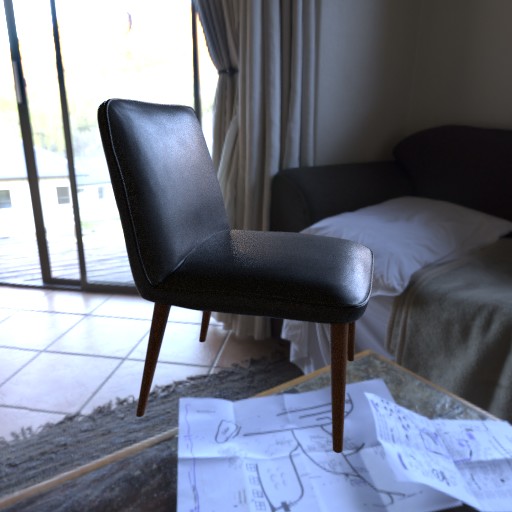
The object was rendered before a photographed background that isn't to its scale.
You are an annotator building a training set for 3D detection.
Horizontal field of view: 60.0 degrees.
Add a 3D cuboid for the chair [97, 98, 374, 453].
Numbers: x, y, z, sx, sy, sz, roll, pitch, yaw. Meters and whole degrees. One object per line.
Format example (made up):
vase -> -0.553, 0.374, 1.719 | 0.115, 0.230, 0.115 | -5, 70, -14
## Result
chair -> 0.000, 0.000, 1.210 | 0.645, 0.801, 0.543 | 3, 17, 10
